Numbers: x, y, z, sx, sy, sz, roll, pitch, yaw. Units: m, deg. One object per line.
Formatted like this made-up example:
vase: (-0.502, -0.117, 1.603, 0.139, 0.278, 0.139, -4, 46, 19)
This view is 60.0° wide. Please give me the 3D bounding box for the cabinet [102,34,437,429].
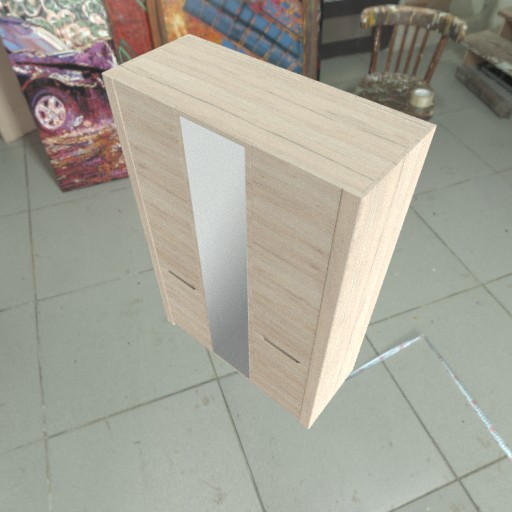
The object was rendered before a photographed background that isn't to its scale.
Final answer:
cabinet: (0.000, 0.000, 2.695, 1.400, 2.070, 0.580, 32, 55, 25)
